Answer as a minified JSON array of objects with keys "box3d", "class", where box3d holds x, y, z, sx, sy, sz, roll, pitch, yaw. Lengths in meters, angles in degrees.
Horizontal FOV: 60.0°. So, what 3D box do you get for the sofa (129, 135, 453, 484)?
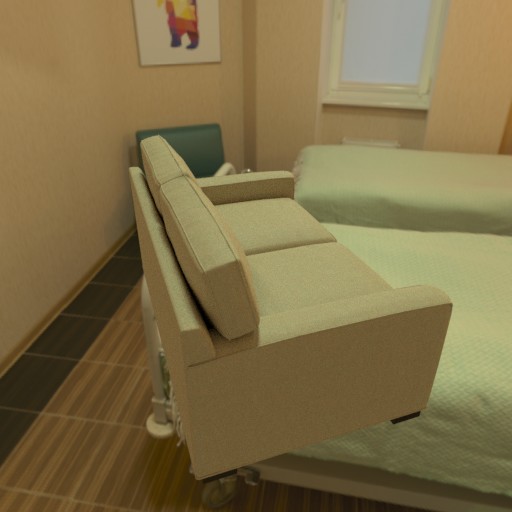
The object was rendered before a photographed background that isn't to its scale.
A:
[{"box3d":[0.000,0.000,2.034,0.942,0.853,1.484,-10,31,-17],"class":"sofa"}]
